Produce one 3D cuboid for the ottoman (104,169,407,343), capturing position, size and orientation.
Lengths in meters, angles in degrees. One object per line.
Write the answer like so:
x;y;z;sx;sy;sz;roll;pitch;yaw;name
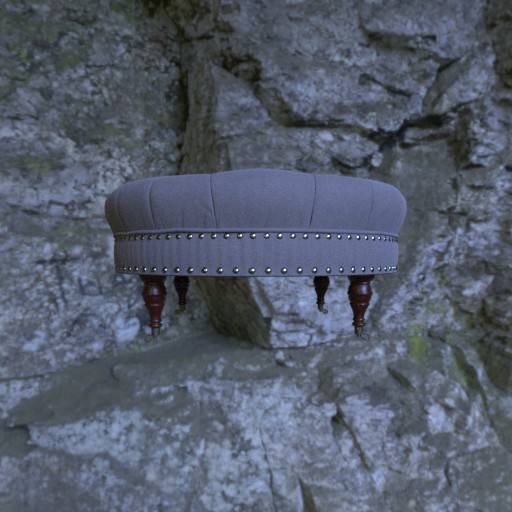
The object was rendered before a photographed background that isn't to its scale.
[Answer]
0.000;0.000;1.393;0.901;0.439;0.901;0;0;0;ottoman
